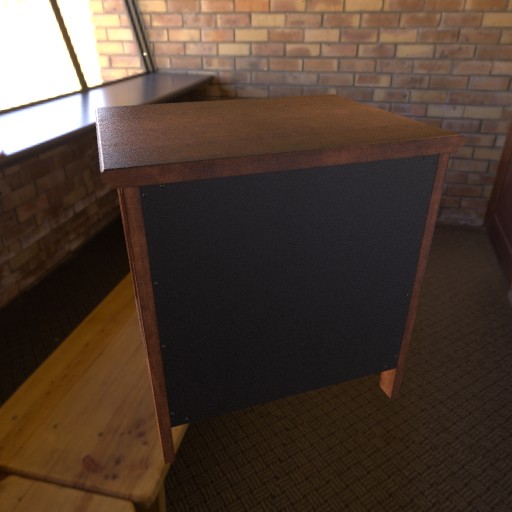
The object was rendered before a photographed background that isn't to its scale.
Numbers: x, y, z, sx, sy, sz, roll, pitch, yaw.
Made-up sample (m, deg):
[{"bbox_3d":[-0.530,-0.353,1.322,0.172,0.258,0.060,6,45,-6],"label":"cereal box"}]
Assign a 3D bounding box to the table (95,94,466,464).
[{"bbox_3d":[0.000,0.000,0.991,0.586,0.597,0.461,-9,30,-17],"label":"table"}]
